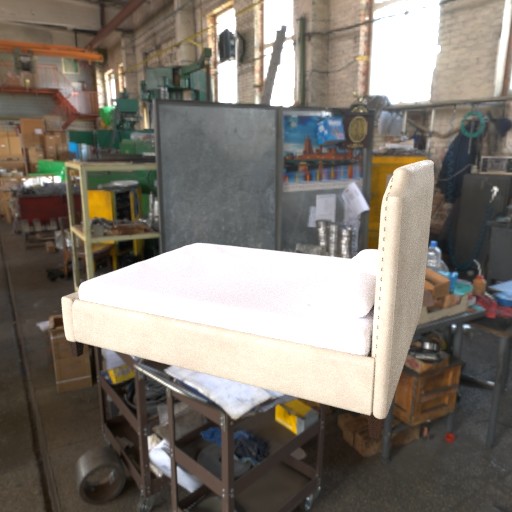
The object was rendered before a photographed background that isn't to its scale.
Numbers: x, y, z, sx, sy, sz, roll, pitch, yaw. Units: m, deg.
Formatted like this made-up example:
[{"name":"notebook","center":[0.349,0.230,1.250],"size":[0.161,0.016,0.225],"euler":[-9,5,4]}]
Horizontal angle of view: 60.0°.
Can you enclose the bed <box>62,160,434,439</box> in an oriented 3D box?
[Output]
[{"name":"bed","center":[0.000,0.000,3.408],"size":[2.372,1.443,1.712],"euler":[7,15,25]}]
